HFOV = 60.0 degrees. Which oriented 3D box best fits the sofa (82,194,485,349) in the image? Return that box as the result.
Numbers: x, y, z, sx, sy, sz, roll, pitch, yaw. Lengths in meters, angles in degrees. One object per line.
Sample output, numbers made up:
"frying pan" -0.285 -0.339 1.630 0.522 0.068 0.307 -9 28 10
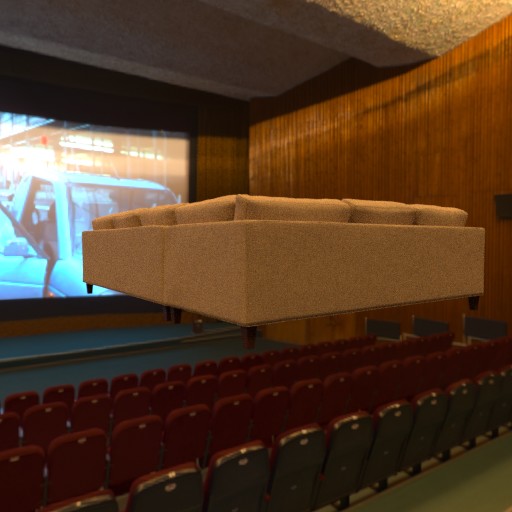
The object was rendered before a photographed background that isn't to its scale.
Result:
"sofa" 0.000 0.000 4.269 2.432 0.863 3.182 -1 2 -36
